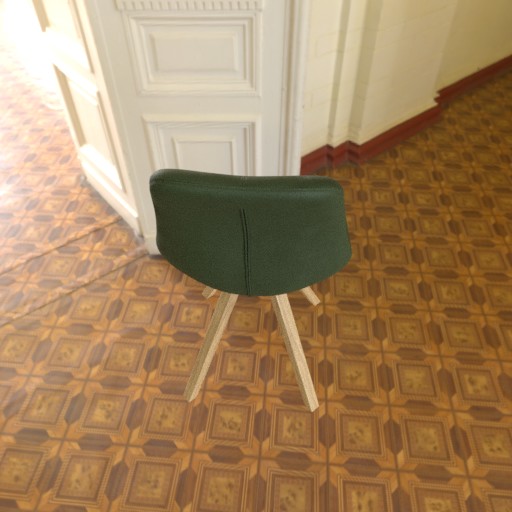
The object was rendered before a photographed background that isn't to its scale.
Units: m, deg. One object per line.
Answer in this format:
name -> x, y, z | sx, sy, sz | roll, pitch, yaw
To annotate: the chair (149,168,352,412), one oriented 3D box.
chair -> 0.000, 0.000, 1.196 | 0.483, 0.865, 0.547 | 3, 45, 3
